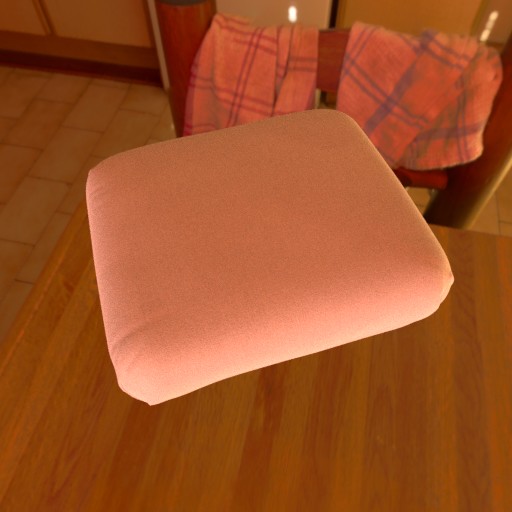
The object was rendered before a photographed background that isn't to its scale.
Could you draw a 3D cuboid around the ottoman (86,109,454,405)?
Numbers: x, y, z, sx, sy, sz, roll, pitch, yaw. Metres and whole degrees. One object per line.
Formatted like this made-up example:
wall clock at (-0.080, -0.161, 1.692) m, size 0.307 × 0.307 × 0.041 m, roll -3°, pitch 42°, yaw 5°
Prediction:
ottoman at (0.000, 0.000, 1.141) m, size 0.746 × 0.450 × 0.622 m, roll -15°, pitch 57°, yaw -10°
